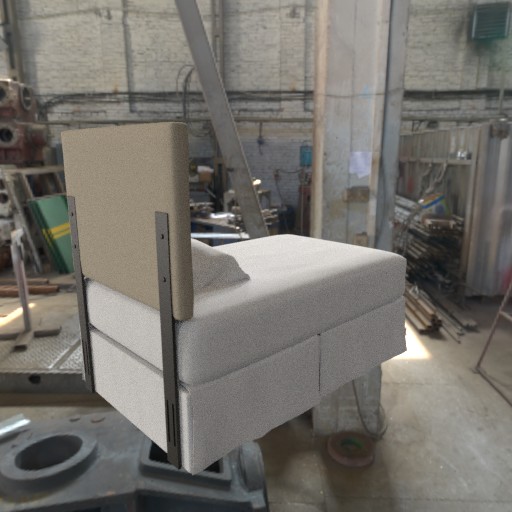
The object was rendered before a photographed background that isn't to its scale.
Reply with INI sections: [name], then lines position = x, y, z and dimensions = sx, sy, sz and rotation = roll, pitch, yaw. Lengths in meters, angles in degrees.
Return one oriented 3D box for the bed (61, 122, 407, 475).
[bed]
position = 0.000, 0.000, 2.924
dimensions = 1.997, 1.571, 1.261
rotation = -12, 18, -42
